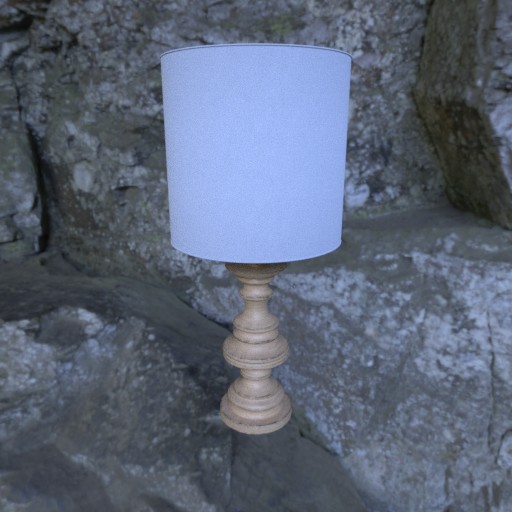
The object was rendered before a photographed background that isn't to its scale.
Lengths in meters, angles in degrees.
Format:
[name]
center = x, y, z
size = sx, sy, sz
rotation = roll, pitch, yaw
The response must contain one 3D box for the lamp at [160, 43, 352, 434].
[lamp]
center = 0.000, 0.000, 0.557
size = 0.208, 0.455, 0.208
rotation = 8, 19, 26
